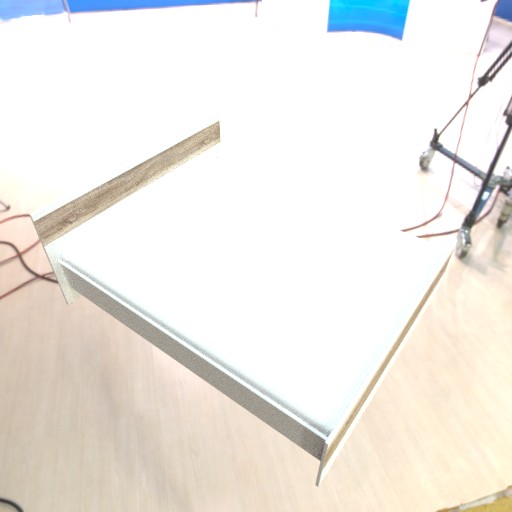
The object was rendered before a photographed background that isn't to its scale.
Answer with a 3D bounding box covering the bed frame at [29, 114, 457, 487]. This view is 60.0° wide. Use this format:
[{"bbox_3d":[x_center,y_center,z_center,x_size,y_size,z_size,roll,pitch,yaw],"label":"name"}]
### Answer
[{"bbox_3d":[0.000,0.000,2.939,2.060,0.800,1.720,26,48,26],"label":"bed frame"}]
